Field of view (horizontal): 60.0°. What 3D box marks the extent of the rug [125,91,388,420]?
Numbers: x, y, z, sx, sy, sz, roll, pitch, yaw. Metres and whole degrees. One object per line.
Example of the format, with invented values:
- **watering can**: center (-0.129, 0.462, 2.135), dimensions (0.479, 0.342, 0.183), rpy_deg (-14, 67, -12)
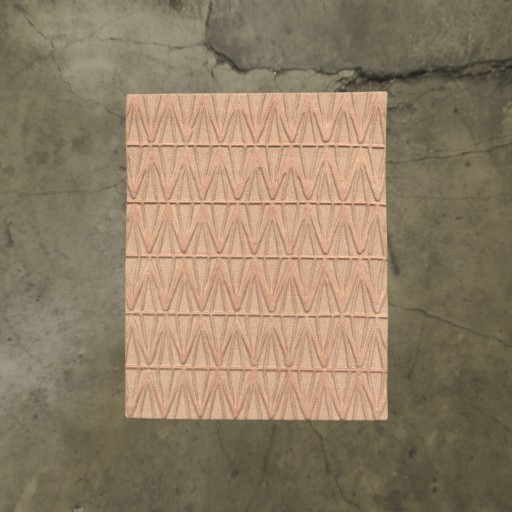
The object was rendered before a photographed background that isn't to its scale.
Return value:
- **rug**: center (0.000, 0.000, 4.132), dimensions (2.453, 0.043, 3.052), rpy_deg (0, 90, 1)
